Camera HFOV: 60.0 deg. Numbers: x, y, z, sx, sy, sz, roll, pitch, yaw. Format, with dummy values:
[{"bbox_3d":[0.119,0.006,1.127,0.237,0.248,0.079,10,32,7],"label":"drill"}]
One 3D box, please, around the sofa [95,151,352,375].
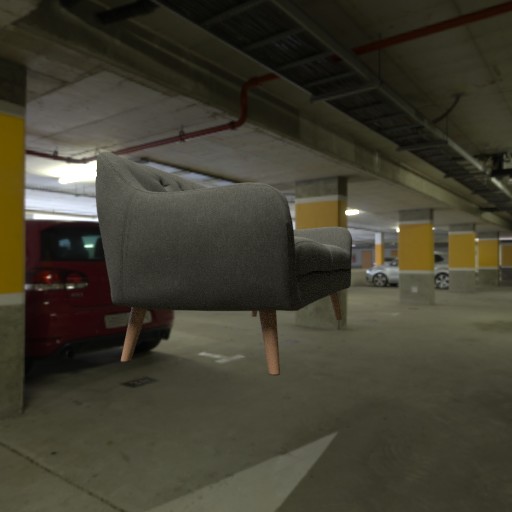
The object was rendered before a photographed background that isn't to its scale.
[{"bbox_3d":[0.000,0.000,2.318,0.820,0.820,1.840,0,-1,19],"label":"sofa"}]
